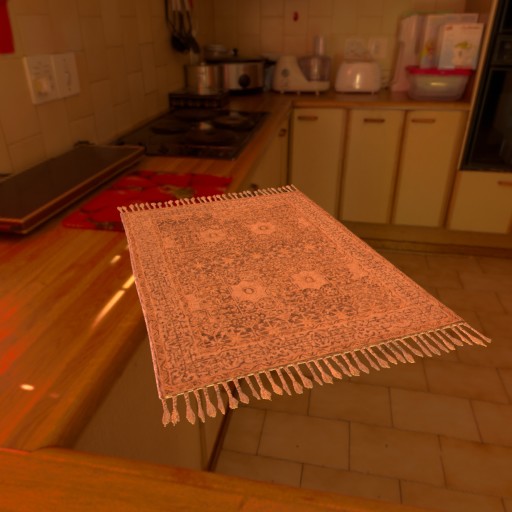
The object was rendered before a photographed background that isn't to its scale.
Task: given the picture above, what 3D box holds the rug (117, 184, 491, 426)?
[{"bbox_3d":[0.000,0.000,2.954,1.619,0.023,2.465,-10,30,-17],"label":"rug"}]
